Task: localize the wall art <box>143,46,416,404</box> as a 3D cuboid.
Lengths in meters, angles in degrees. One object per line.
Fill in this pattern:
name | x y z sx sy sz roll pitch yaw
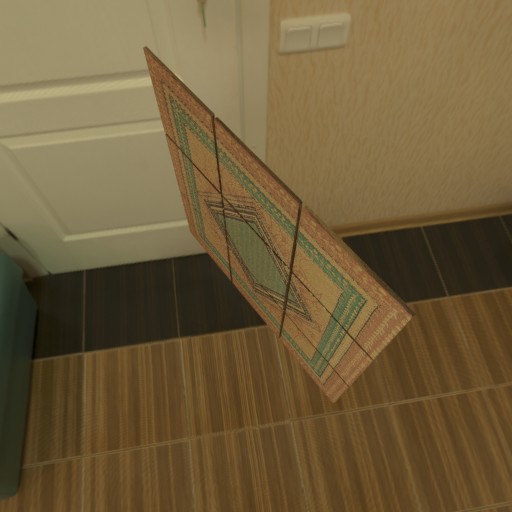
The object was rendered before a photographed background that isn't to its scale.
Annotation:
wall art | 0.000 0.000 1.808 0.013 1.213 1.215 -35 68 -17
